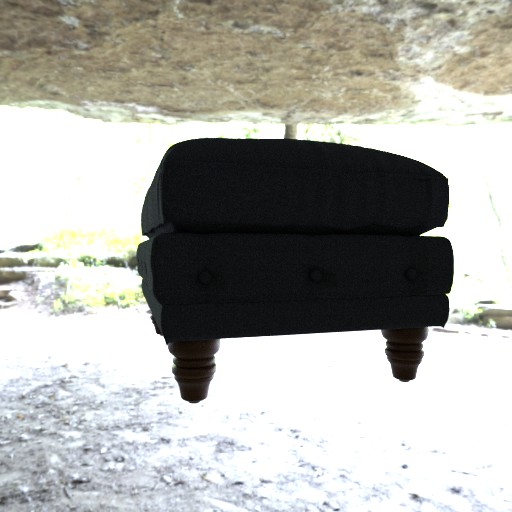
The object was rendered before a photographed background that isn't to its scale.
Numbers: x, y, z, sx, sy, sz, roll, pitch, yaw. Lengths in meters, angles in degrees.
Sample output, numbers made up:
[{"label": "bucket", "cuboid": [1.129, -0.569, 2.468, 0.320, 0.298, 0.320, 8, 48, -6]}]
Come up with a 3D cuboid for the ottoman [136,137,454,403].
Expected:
[{"label": "ottoman", "cuboid": [0.000, 0.000, 1.109, 0.558, 0.486, 0.767, 0, 1, -17]}]
